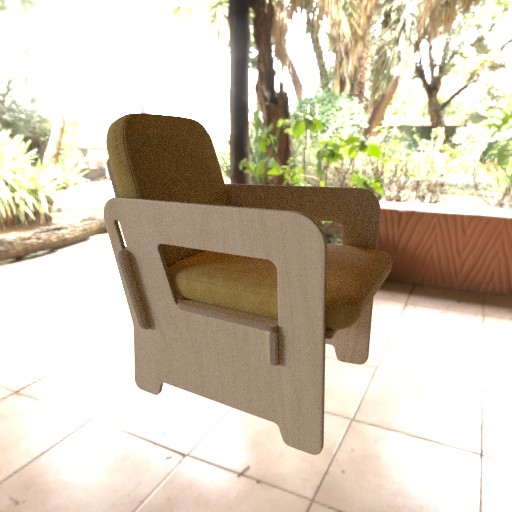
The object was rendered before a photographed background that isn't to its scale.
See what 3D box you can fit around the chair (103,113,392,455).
[{"bbox_3d":[0.000,0.000,1.289,0.710,0.800,0.590,7,16,25],"label":"chair"}]
